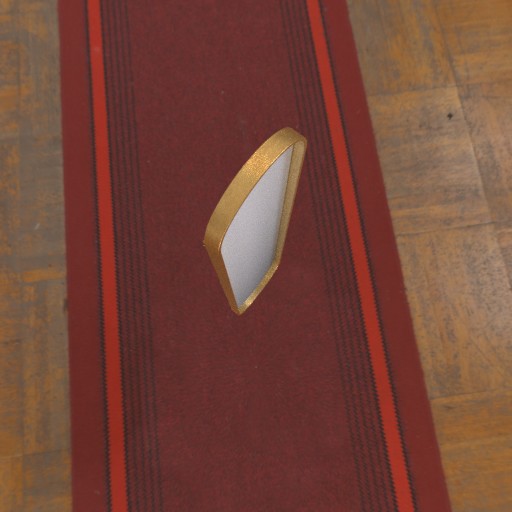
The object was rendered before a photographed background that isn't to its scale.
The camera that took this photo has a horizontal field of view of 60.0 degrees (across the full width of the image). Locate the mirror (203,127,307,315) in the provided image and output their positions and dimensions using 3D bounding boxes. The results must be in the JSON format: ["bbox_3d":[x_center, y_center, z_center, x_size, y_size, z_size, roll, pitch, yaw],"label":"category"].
[{"bbox_3d":[0.000,0.000,1.061,0.032,0.991,0.222,37,79,8],"label":"mirror"}]
